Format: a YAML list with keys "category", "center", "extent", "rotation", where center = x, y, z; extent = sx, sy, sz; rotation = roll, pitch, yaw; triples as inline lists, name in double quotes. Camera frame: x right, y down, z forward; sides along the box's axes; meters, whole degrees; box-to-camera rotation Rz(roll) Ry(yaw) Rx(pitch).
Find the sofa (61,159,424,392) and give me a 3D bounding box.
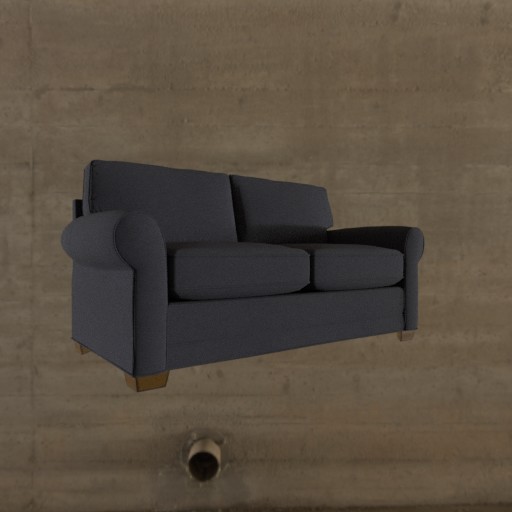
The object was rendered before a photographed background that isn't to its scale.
- category: "sofa"
  center: [0.000, 0.000, 2.553]
  extent: [2.009, 1.031, 0.951]
  rotation: [0, 0, -36]
